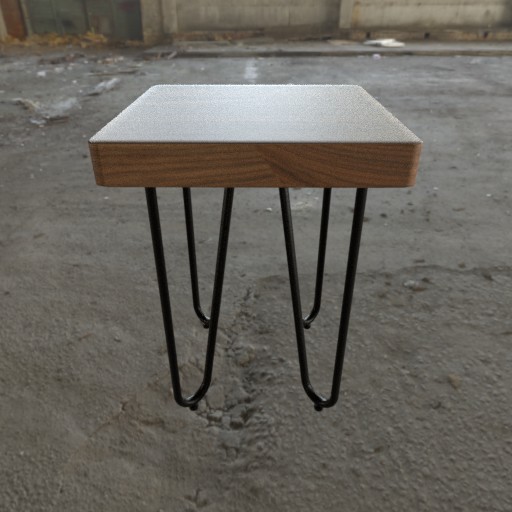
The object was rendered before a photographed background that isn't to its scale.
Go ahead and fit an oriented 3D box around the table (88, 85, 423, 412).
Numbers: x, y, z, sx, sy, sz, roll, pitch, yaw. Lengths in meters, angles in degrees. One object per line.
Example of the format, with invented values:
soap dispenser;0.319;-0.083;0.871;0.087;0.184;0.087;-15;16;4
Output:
table;0.000;0.000;0.984;0.480;0.641;0.479;0;30;0
